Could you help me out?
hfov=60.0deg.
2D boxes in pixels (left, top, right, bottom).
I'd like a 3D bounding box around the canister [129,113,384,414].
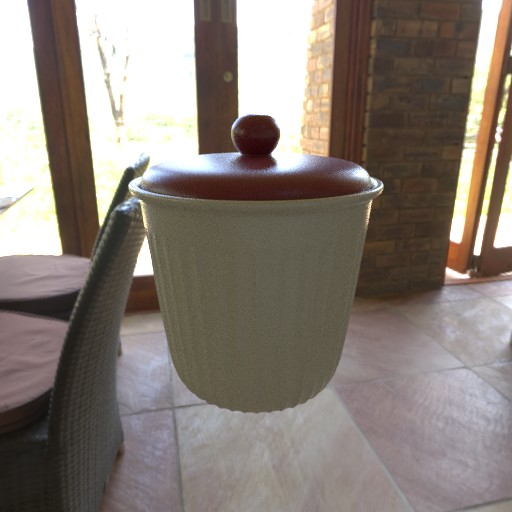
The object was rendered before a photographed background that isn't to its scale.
[{"bbox_3d":[0.000,0.000,0.343,0.181,0.211,0.181,0,18,0],"label":"canister"}]
